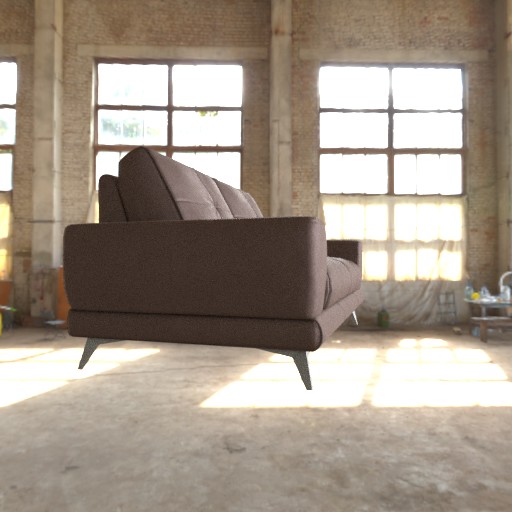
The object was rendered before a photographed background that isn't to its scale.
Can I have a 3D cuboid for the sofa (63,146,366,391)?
[{"bbox_3d":[0.000,0.000,2.369,1.018,0.907,1.806,0,-1,18],"label":"sofa"}]
